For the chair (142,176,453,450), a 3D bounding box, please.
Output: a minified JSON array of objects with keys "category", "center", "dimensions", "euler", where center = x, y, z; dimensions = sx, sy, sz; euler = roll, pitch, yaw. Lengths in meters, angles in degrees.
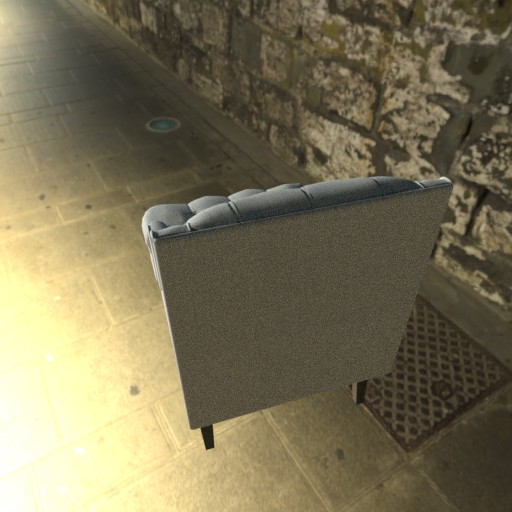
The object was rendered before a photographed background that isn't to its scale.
[{"category":"chair","center":[0.000,0.000,1.409],"dimensions":[0.658,0.891,0.772],"euler":[-12,42,-13]}]
